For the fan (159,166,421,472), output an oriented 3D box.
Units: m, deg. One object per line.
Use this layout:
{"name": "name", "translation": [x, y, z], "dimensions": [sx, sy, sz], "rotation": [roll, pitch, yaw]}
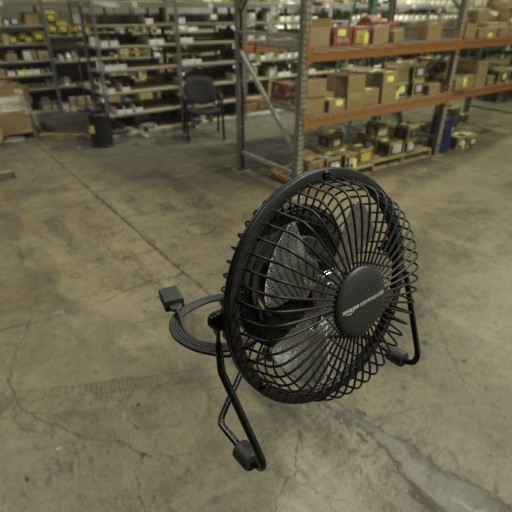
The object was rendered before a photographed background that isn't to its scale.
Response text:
{"name": "fan", "translation": [0.000, 0.000, 0.304], "dimensions": [0.153, 0.152, 0.202], "rotation": [-21, 36, -32]}
